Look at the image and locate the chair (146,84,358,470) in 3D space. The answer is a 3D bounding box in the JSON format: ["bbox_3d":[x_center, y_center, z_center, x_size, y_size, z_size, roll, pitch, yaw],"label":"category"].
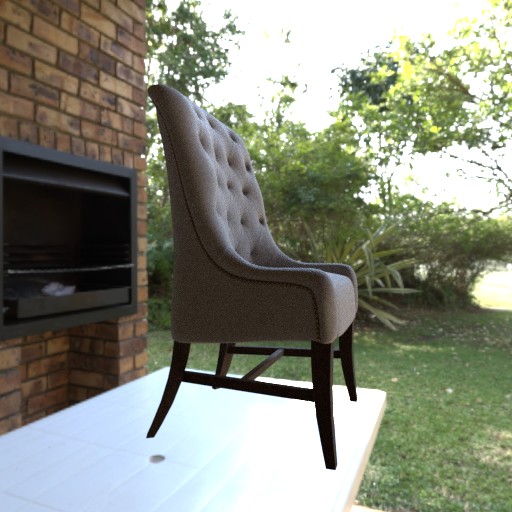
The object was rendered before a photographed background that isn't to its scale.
[{"bbox_3d":[0.000,0.000,1.498,0.629,1.091,0.634,0,0,18],"label":"chair"}]
